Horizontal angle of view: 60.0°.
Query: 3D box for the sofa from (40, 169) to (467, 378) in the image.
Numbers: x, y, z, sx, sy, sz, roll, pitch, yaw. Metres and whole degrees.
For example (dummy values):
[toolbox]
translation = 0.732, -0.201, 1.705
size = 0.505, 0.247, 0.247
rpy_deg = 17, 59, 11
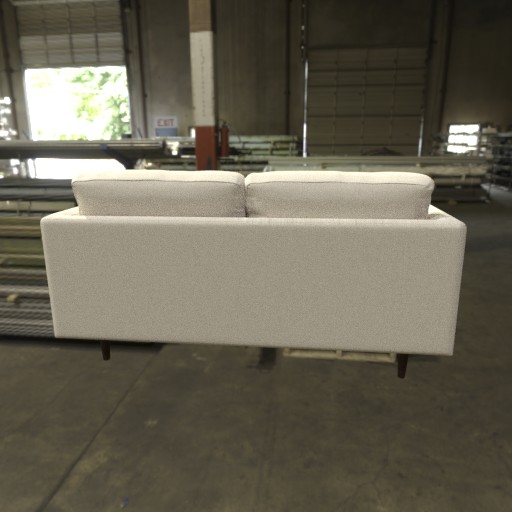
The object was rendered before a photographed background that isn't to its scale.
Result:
[sofa]
translation = 0.000, 0.000, 2.244
size = 1.713, 0.893, 0.940
rpy_deg = 2, 15, 7
